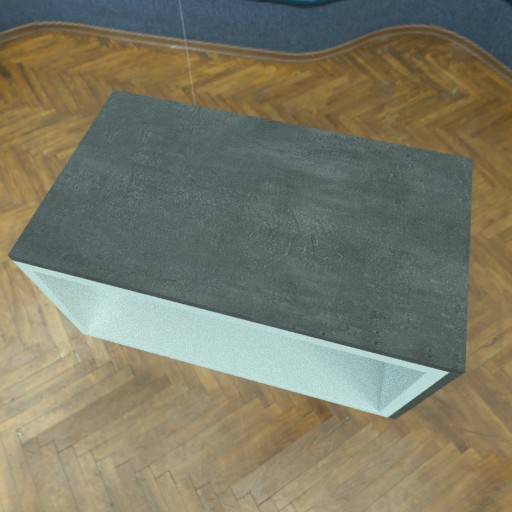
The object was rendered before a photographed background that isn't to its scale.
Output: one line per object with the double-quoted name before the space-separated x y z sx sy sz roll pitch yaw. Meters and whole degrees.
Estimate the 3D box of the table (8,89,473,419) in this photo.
"table" 0.000 0.000 0.897 0.700 0.350 0.400 13 61 8
